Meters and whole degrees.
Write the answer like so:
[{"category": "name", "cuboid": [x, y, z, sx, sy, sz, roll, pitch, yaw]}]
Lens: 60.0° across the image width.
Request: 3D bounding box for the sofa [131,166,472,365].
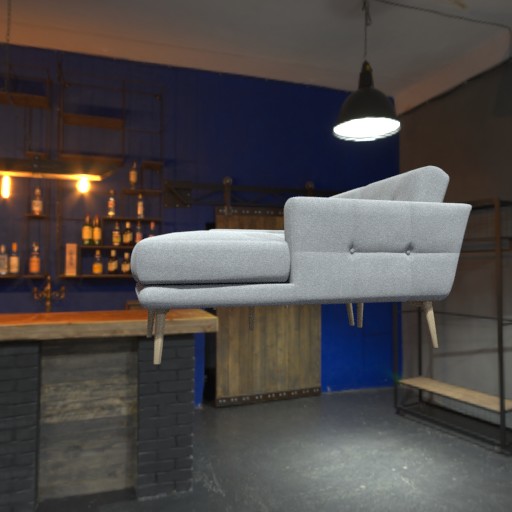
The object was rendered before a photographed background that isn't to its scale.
[{"category": "sofa", "cuboid": [0.000, 0.000, 2.793, 1.530, 0.860, 2.040, 0, -1, -16]}]
